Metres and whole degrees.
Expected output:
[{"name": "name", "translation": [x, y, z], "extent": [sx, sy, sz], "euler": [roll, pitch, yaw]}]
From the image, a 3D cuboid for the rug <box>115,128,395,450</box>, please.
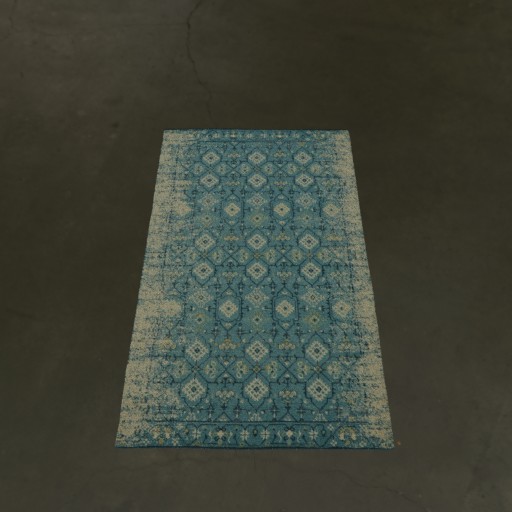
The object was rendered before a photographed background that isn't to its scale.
[{"name": "rug", "translation": [0.000, 0.000, 3.028], "extent": [1.530, 0.015, 2.449], "euler": [0, 59, 0]}]
